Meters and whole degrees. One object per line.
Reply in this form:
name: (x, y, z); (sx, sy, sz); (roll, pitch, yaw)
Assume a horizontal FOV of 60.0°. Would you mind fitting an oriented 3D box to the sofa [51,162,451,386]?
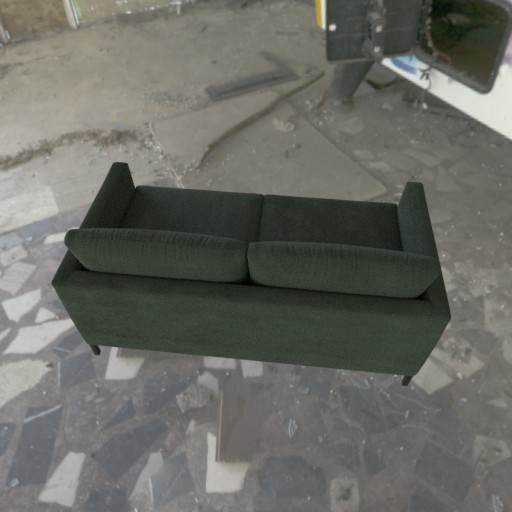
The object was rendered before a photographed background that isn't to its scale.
sofa: (0.000, 0.000, 2.237); (1.676, 0.817, 0.875); (5, 49, 4)
